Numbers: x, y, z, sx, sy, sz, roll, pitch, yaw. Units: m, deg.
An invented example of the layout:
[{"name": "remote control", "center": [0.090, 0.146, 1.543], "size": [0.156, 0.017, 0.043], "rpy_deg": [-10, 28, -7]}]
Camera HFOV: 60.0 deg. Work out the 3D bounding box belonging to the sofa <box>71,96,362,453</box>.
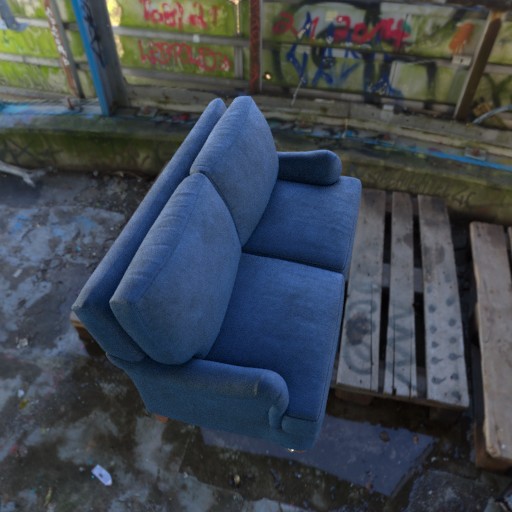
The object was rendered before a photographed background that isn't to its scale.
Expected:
[{"name": "sofa", "center": [0.000, 0.000, 2.585], "size": [1.084, 1.101, 1.853], "rpy_deg": [11, 48, 10]}]
